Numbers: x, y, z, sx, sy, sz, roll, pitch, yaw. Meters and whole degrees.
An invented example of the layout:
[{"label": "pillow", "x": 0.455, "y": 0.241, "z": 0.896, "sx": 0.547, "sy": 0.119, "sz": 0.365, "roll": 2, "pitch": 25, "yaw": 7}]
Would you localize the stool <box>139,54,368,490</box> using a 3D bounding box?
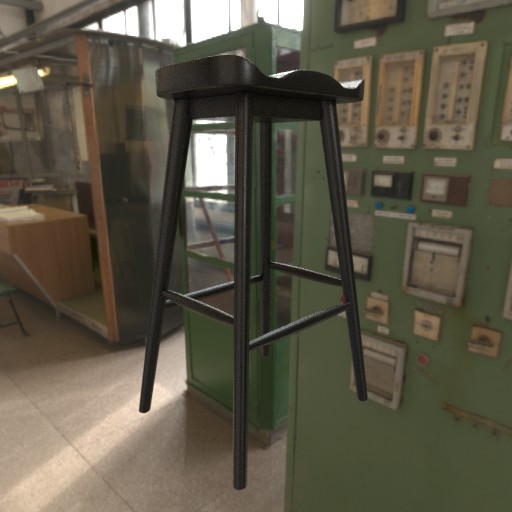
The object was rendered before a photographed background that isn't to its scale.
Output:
[{"label": "stool", "x": 0.000, "y": 0.000, "z": 0.986, "sx": 0.440, "sy": 0.749, "sz": 0.361, "roll": -14, "pitch": 19, "yaw": -43}]
